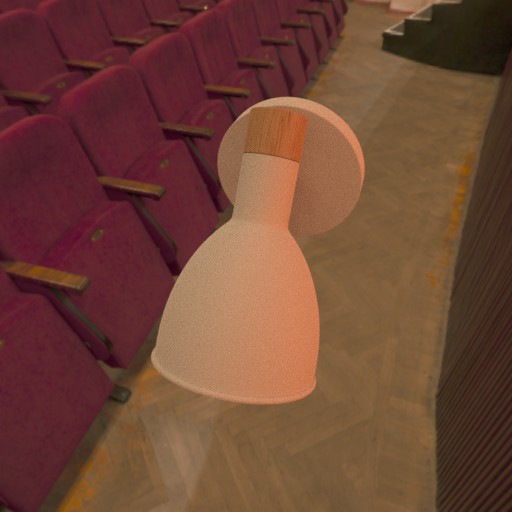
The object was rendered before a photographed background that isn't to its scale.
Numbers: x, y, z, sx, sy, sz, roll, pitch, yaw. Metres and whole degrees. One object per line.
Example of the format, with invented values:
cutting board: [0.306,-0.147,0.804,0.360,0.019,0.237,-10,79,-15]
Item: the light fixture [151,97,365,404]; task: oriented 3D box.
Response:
light fixture: [0.000,0.000,0.331,0.127,0.199,0.209,12,42,13]
